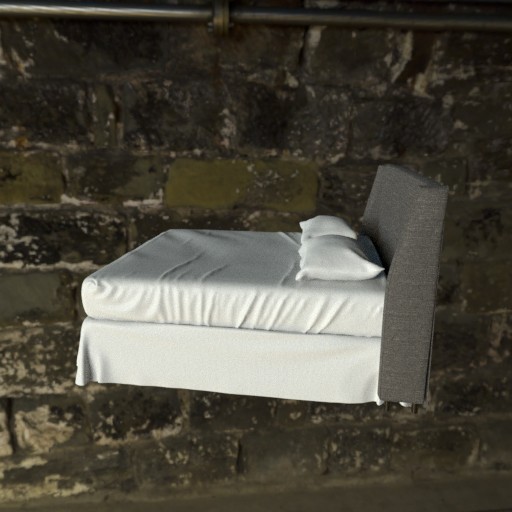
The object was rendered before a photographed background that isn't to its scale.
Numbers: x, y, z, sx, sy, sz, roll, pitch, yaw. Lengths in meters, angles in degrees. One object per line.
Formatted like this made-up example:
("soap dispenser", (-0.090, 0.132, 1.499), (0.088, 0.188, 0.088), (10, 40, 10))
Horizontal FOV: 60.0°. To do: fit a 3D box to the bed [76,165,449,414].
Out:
("bed", (0.000, 0.000, 3.437), (2.276, 1.332, 1.925), (2, 15, 9))
